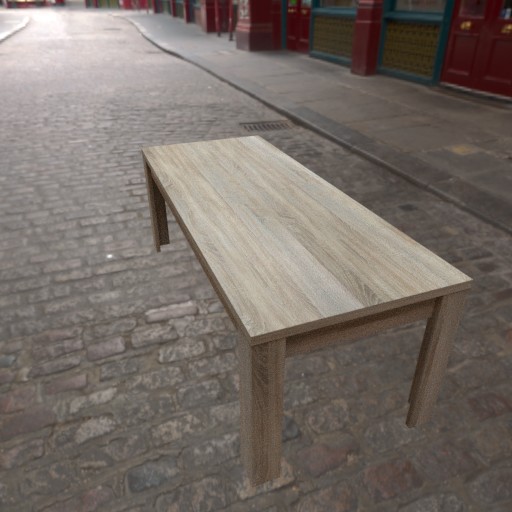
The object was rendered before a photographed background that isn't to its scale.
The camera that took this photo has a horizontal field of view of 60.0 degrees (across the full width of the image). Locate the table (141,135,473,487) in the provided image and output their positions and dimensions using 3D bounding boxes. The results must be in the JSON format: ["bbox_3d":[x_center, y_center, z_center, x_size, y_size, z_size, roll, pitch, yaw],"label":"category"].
[{"bbox_3d":[0.000,0.000,2.618,0.900,0.790,2.200,-11,32,-18],"label":"table"}]
